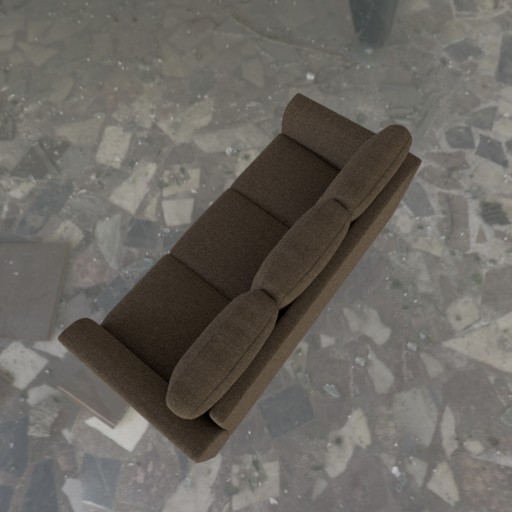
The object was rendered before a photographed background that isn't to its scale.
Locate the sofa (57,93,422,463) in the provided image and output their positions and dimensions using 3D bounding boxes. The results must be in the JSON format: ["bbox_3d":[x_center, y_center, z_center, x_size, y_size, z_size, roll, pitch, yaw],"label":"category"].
[{"bbox_3d":[0.000,0.000,2.308,0.837,0.891,1.847,35,69,15],"label":"sofa"}]
